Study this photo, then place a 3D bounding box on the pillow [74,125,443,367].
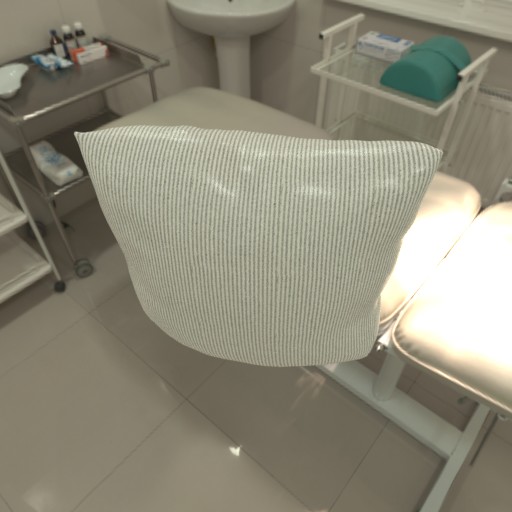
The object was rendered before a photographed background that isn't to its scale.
[{"bbox_3d":[0.000,0.000,0.690,0.387,0.432,0.310,31,54,27],"label":"pillow"}]
